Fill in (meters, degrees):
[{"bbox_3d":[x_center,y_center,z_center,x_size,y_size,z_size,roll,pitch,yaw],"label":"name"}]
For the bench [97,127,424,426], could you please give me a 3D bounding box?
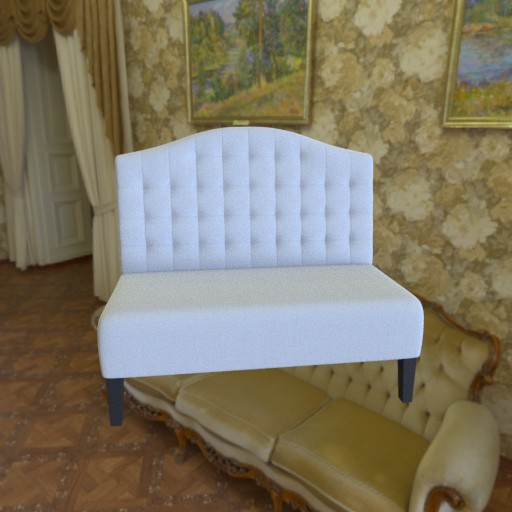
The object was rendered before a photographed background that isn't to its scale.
[{"bbox_3d":[0.000,0.000,2.094,1.335,1.180,0.815,-2,16,-7],"label":"bench"}]
